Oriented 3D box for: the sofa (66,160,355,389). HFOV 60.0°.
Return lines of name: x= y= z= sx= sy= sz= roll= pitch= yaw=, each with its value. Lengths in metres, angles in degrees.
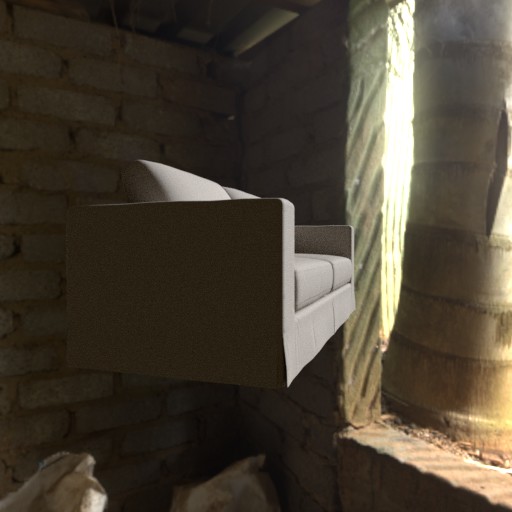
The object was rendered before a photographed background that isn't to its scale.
sofa: x=0.000 y=0.000 z=2.682 sx=0.954 sy=0.881 sz=2.163 roll=0 pitch=1 yaw=19
